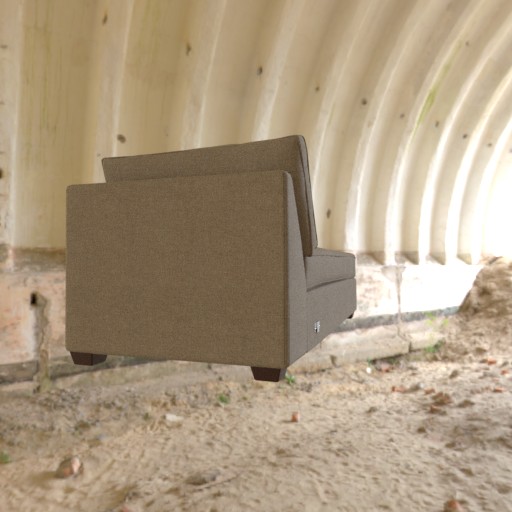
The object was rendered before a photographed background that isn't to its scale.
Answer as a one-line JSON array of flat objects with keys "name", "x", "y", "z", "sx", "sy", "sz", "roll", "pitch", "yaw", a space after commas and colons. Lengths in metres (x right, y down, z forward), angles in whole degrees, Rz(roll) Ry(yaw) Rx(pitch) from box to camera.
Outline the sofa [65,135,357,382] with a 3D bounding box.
[{"name": "sofa", "x": 0.000, "y": 0.000, "z": 2.901, "sx": 1.110, "sy": 1.019, "sz": 2.238, "roll": 0, "pitch": -1, "yaw": 19}]
